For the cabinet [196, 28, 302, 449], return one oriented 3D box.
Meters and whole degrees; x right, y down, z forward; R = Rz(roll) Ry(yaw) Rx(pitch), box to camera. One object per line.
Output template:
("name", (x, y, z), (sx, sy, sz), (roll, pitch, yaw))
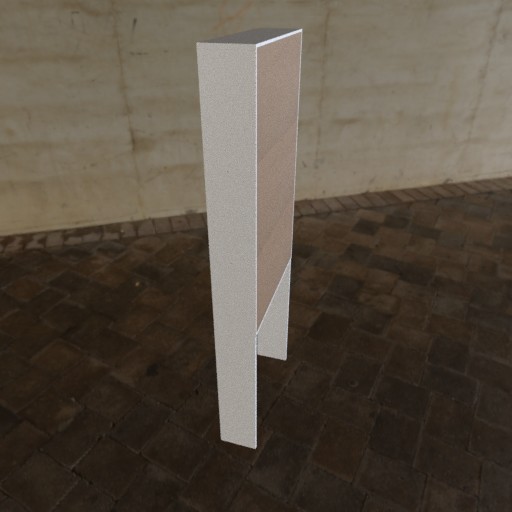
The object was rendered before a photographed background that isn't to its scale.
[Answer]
("cabinet", (0.000, 0.000, 1.974), (0.192, 1.770, 0.643), (9, 32, 14))
